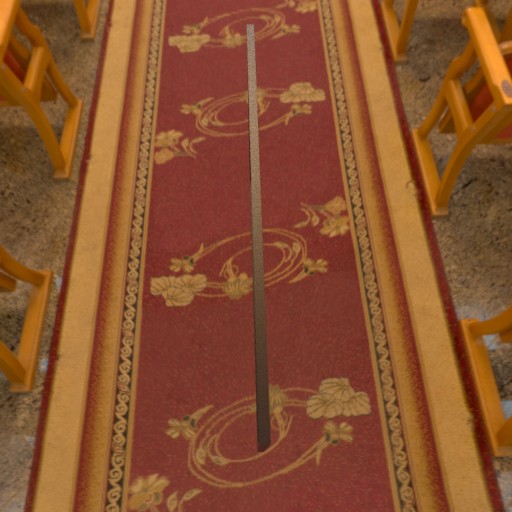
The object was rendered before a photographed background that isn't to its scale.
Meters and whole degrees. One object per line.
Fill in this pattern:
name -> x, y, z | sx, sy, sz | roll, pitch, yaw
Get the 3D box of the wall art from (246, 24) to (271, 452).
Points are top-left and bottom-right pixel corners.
wall art -> 0.000, 0.000, 1.196 | 0.019, 0.660, 0.957 | -2, 65, -1
